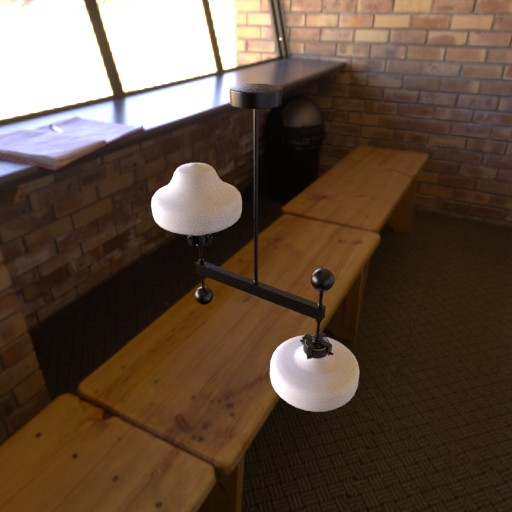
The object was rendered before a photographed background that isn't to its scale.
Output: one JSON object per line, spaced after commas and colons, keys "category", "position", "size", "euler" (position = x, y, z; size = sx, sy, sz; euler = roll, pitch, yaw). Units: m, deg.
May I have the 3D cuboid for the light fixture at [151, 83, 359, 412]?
{"category": "light fixture", "position": [0.000, 0.000, 1.034], "size": [0.489, 0.743, 0.422], "euler": [-2, 30, -3]}
